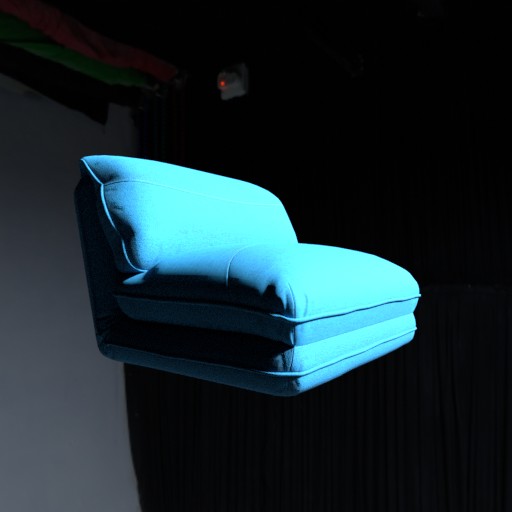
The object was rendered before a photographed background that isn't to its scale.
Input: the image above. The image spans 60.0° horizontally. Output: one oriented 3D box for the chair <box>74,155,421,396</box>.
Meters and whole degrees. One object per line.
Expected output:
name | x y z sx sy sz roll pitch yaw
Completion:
chair | 0.000 0.000 1.359 0.780 0.580 0.820 0 -1 36
